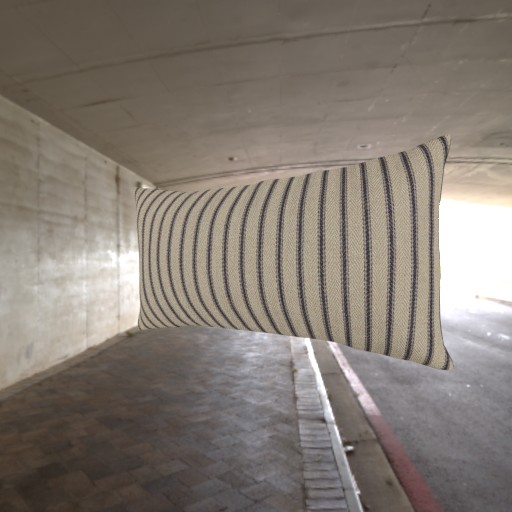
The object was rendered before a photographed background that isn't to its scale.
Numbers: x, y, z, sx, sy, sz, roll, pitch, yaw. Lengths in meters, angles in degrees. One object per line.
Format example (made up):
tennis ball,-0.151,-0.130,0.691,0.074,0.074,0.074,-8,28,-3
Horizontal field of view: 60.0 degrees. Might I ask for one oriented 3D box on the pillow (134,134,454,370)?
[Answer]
pillow,0.000,0.000,0.735,0.609,0.305,0.151,0,0,36
